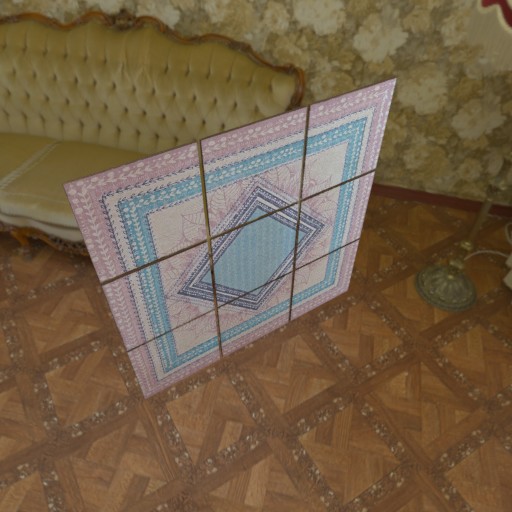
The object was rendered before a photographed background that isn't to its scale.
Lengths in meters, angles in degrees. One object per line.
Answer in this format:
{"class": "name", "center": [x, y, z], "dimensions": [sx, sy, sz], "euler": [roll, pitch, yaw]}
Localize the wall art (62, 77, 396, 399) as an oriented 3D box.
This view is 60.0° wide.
{"class": "wall art", "center": [0.000, 0.000, 2.307], "dimensions": [1.527, 1.525, 0.014], "euler": [-24, 51, -22]}
